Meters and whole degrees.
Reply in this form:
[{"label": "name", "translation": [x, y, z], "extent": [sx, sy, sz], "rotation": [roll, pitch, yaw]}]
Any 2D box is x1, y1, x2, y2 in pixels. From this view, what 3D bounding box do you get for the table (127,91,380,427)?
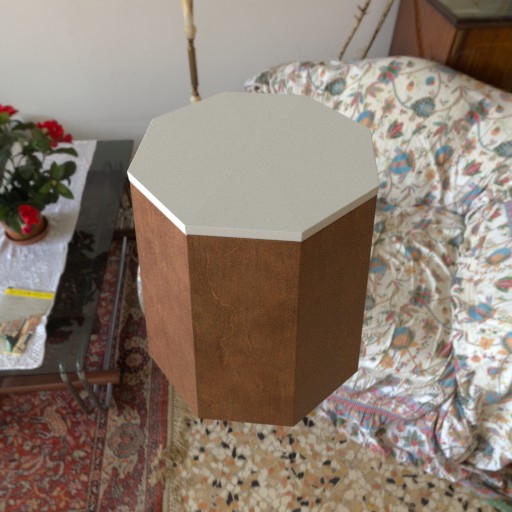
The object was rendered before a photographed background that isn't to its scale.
[{"label": "table", "translation": [0.000, 0.000, 0.814], "extent": [0.439, 0.457, 0.439], "rotation": [-33, 55, -27]}]
